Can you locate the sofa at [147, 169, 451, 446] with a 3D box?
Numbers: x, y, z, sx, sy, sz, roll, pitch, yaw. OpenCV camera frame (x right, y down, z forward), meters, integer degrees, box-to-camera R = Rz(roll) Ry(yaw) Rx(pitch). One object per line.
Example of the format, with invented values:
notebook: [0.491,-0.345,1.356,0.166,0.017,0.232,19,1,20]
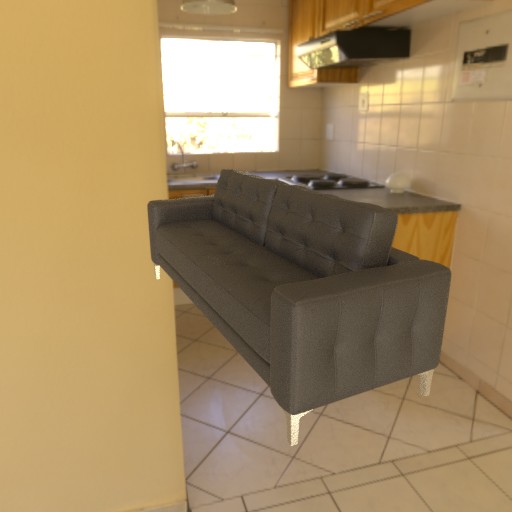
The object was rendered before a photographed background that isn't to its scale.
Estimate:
sofa: [0.000,0.000,2.768,0.833,0.893,2.275,-9,19,-25]
